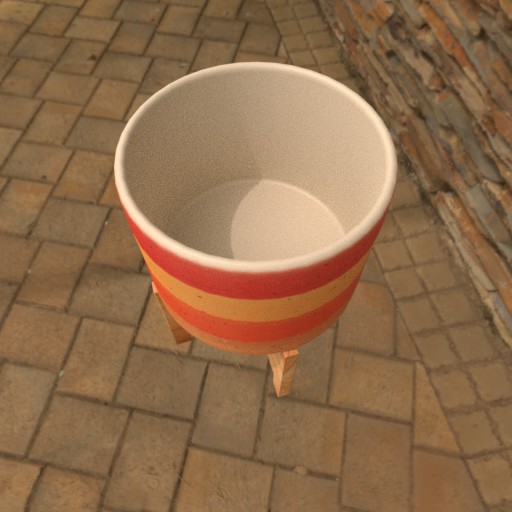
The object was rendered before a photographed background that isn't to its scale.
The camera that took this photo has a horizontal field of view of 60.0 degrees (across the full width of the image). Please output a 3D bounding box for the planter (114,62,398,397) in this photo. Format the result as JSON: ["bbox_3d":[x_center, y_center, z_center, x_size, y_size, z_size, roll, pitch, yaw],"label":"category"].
[{"bbox_3d":[0.000,0.000,0.564,0.269,0.379,0.269,0,58,0],"label":"planter"}]
